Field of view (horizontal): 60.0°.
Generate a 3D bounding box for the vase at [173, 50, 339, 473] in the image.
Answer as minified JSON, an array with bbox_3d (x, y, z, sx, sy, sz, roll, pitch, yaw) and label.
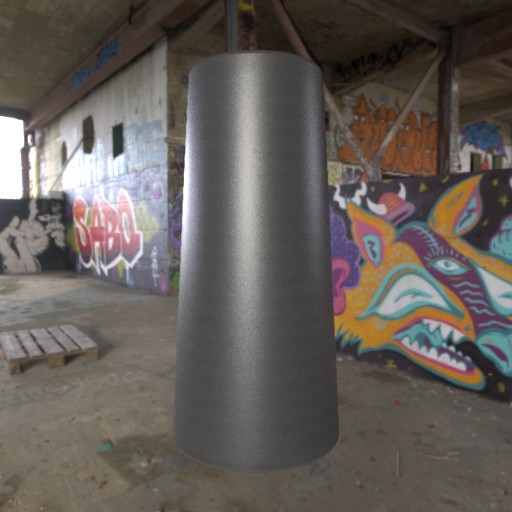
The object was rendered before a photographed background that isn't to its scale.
[{"bbox_3d":[0.000,0.000,0.362,0.136,0.289,0.136,-1,4,-18],"label":"vase"}]
